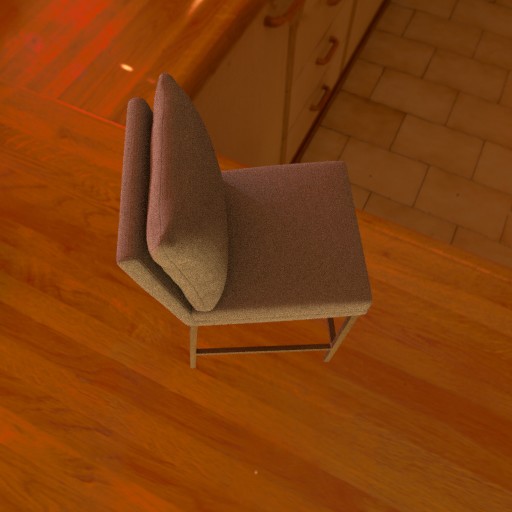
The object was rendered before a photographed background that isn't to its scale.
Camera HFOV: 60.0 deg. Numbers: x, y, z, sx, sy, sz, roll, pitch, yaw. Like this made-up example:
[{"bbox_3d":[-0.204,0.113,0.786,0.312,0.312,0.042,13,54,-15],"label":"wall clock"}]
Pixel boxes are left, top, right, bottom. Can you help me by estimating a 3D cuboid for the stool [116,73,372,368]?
[{"bbox_3d":[0.000,0.000,1.339,0.569,1.031,0.463,-4,64,-2],"label":"stool"}]
